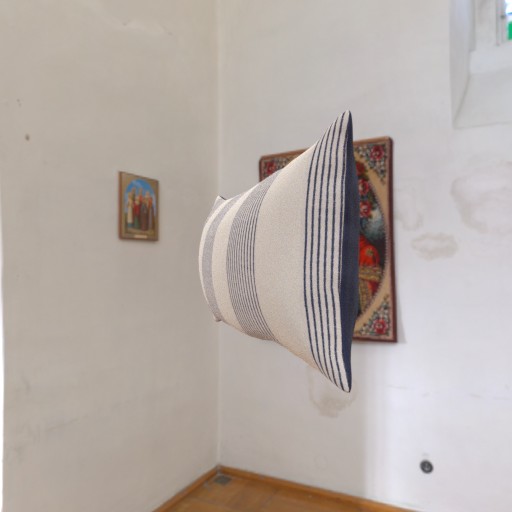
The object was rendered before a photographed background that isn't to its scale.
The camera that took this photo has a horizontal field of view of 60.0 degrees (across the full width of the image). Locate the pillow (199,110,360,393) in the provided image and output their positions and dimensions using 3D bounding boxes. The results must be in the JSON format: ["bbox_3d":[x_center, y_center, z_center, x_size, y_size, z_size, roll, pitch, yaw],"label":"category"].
[{"bbox_3d":[0.000,0.000,0.723,0.151,0.287,0.610,0,-1,-17],"label":"pillow"}]
